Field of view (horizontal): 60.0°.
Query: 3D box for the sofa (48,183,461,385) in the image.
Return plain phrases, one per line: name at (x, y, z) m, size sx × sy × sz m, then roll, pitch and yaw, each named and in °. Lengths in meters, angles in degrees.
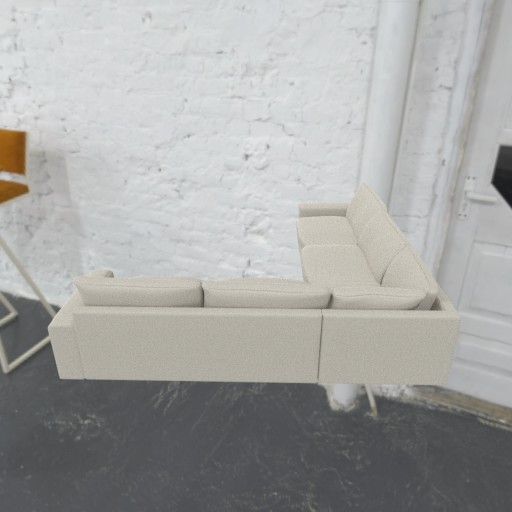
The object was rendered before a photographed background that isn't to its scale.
sofa at (0.000, 0.000, 4.862) m, size 3.206 × 0.918 × 3.066 m, roll 1°, pitch 26°, yaw 1°
